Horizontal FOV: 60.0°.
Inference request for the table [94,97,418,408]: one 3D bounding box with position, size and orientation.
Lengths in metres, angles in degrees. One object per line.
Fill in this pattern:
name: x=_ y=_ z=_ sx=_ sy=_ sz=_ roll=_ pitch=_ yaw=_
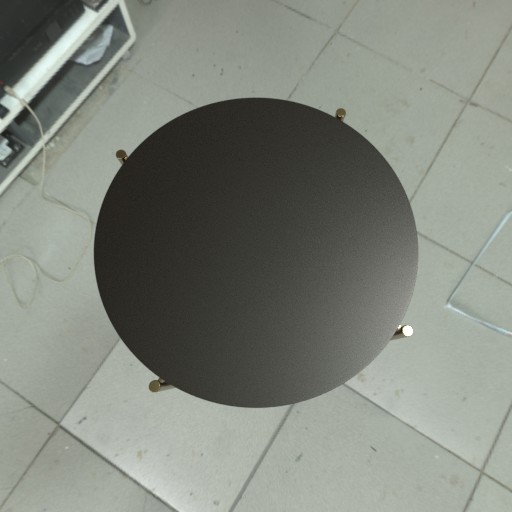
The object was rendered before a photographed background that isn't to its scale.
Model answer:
table: x=0.000 y=0.000 z=1.478 sx=0.938 sy=0.400 sz=0.938 roll=3 pitch=74 yaw=1
